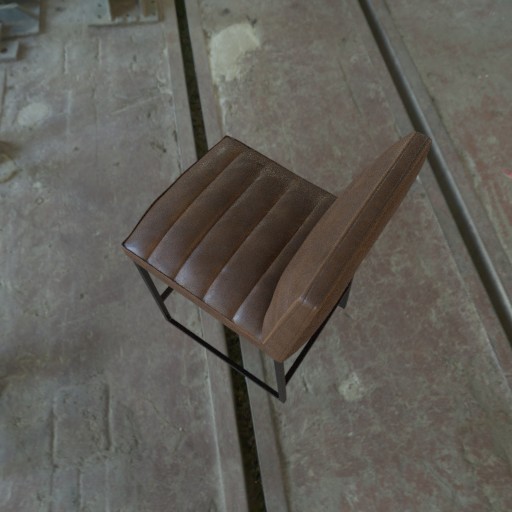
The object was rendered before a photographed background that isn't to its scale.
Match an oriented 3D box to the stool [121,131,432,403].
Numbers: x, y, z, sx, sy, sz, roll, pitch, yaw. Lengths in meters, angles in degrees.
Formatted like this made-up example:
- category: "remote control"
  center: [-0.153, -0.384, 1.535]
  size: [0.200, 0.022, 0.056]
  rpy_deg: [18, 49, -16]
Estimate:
- category: "stool"
  center: [0.000, 0.000, 1.260]
  size: [0.562, 0.942, 0.463]
  rpy_deg: [32, 67, 15]
